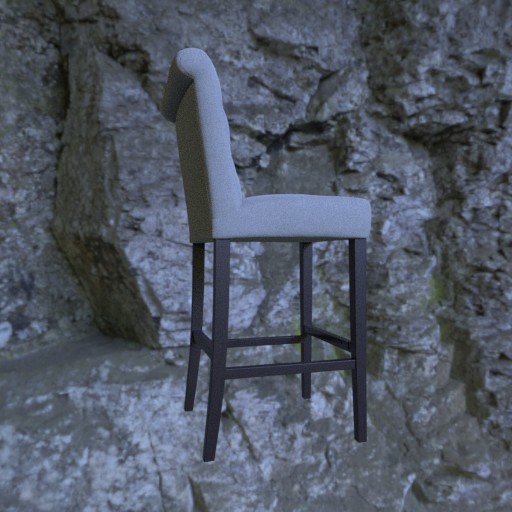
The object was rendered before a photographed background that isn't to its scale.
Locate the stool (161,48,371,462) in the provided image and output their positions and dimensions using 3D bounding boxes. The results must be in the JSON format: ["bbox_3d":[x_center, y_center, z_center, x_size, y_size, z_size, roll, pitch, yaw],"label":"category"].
[{"bbox_3d":[0.000,0.000,1.486,0.601,1.140,0.493,0,0,-16],"label":"stool"}]
